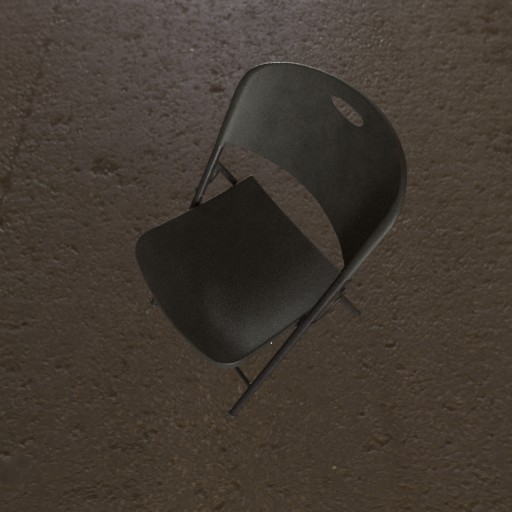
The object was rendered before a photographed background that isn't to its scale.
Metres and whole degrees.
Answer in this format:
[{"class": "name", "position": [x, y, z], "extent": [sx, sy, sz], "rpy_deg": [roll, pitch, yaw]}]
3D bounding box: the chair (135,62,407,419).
[{"class": "chair", "position": [0.000, 0.000, 1.187], "extent": [0.566, 0.810, 0.494], "rpy_deg": [-35, 68, -16]}]
